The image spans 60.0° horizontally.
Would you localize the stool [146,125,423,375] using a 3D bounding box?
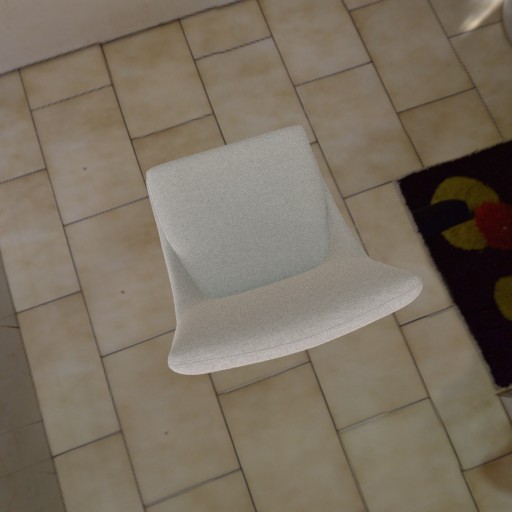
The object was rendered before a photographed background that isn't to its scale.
[{"bbox_3d":[0.000,0.000,1.259,0.469,0.991,0.559,-17,78,-4],"label":"stool"}]
